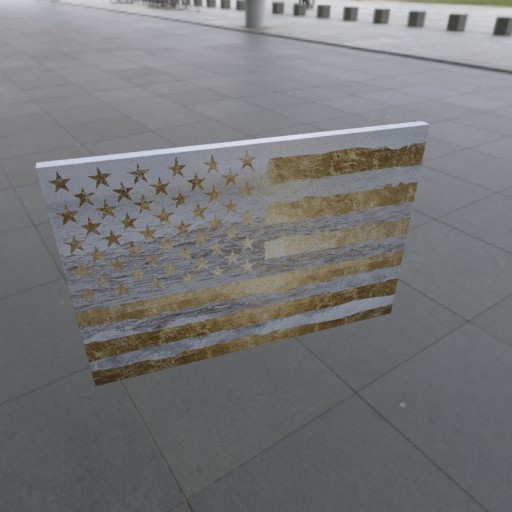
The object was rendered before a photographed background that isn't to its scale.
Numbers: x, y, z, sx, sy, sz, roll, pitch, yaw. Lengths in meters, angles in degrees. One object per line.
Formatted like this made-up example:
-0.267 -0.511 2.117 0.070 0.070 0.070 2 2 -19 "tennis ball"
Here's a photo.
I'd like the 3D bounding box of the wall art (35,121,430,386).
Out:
0.000 0.000 1.449 1.145 0.762 0.041 -11 34 -16 "wall art"
